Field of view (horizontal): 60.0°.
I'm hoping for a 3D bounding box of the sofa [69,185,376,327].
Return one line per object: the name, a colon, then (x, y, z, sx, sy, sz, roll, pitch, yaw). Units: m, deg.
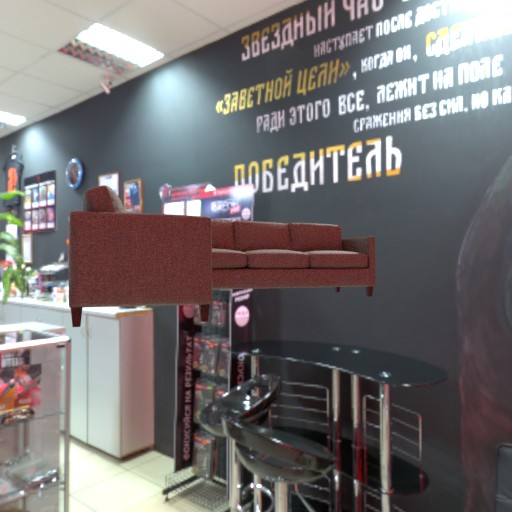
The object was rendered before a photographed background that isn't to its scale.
sofa: (0.000, 0.000, 4.479, 3.302, 0.947, 2.593, 0, -1, -18)
